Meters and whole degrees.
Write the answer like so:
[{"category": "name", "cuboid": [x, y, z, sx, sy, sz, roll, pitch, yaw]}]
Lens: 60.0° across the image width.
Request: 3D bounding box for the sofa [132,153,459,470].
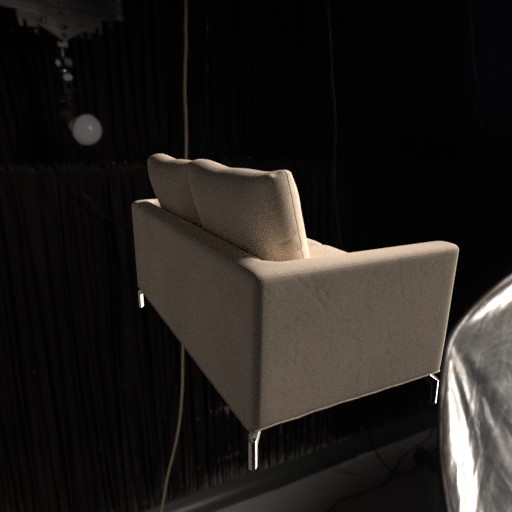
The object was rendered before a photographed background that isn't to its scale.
[{"category": "sofa", "cuboid": [0.000, 0.000, 2.298, 0.906, 0.995, 1.739, -8, 17, -26]}]
